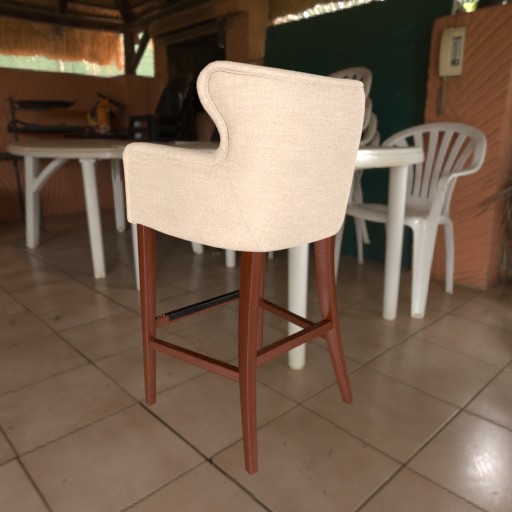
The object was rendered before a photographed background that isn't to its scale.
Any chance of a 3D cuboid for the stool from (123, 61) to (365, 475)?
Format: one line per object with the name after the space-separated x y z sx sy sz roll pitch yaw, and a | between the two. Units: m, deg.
0.000 0.000 1.359 0.556 1.034 0.563 -15 21 -43 | stool
